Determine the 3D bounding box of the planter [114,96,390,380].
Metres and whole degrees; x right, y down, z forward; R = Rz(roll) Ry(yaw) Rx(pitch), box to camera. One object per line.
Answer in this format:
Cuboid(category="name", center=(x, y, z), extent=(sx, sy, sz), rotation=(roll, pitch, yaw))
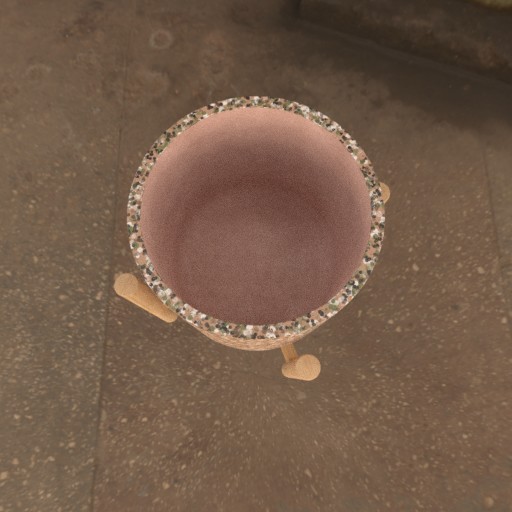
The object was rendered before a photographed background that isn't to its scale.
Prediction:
Cuboid(category="planter", center=(0.000, 0.000, 0.536), extent=(0.284, 0.320, 0.284), rotation=(2, 75, 0))
